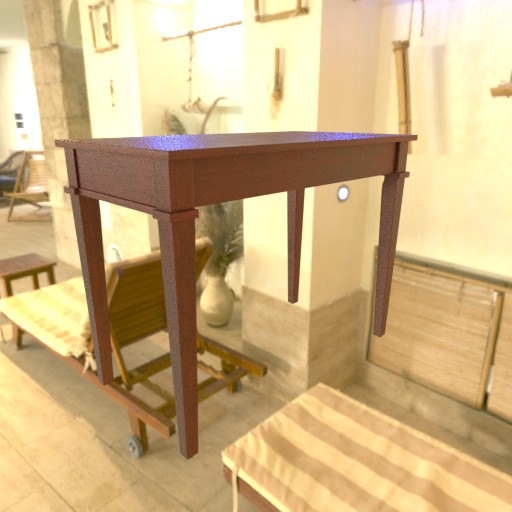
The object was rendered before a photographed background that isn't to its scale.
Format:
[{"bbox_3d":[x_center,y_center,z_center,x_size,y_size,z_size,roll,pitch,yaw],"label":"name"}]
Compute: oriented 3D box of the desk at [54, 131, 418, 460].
[{"bbox_3d":[0.000,0.000,1.469,1.001,0.762,0.549,-17,24,-42],"label":"desk"}]
